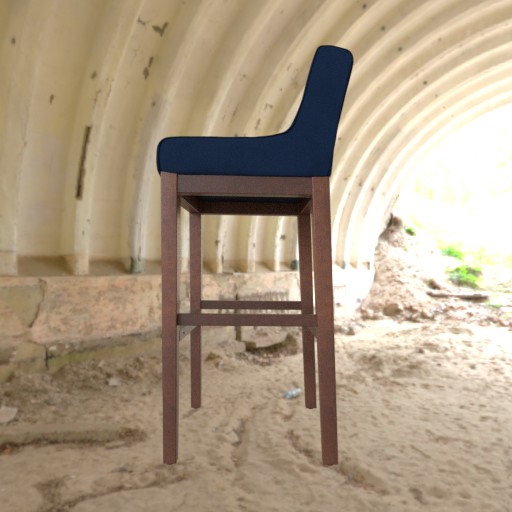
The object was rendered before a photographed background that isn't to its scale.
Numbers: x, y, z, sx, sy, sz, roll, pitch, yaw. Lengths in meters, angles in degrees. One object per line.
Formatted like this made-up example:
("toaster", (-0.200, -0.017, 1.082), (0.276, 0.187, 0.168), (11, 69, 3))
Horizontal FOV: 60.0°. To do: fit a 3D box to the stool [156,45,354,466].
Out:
("stool", (0.000, 0.000, 1.325), (0.500, 1.037, 0.511), (0, -1, 1))
